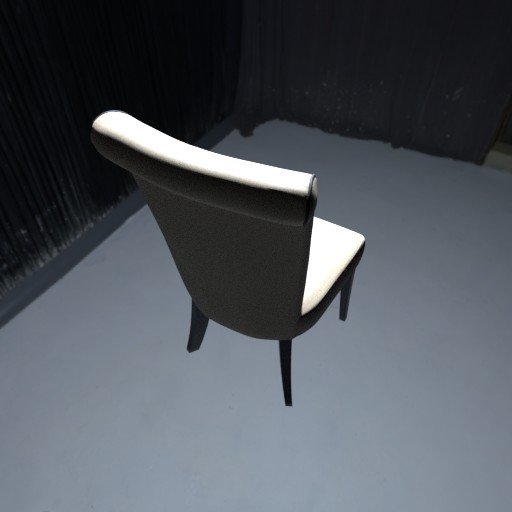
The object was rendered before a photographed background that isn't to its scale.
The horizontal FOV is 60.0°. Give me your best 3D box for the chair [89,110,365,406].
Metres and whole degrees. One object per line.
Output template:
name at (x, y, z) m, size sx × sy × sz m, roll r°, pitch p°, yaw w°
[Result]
chair at (0.000, 0.000, 1.335) m, size 0.522 × 0.997 × 0.623 m, roll 23°, pitch 49°, yaw 21°
